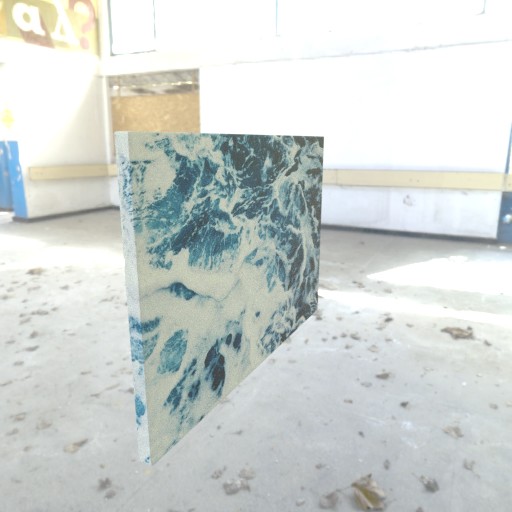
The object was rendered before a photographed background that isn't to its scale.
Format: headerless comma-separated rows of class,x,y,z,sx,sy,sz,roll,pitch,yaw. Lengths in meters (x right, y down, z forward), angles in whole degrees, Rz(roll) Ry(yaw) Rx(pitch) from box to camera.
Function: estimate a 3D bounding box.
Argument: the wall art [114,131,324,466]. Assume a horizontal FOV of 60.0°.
wall art,0.000,0.000,1.928,0.055,1.017,1.524,7,16,27
